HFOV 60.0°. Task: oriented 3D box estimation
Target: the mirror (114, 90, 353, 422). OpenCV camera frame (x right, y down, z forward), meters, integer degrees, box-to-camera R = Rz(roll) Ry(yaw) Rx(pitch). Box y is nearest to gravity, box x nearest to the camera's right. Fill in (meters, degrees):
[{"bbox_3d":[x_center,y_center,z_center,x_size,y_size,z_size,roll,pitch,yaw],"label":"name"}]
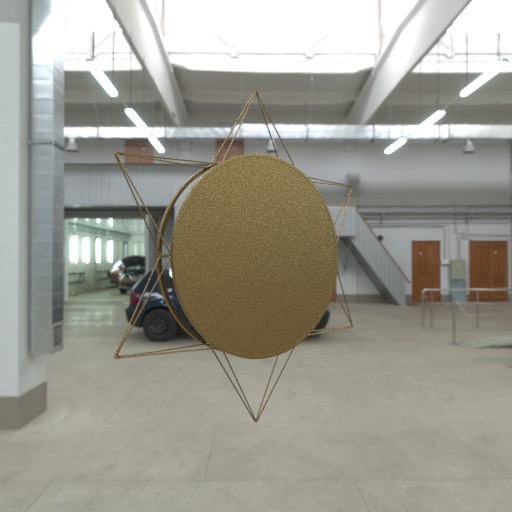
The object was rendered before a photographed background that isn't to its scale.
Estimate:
[{"bbox_3d":[0.000,0.000,0.777,0.498,0.581,0.062,0,-1,-36],"label":"mirror"}]
